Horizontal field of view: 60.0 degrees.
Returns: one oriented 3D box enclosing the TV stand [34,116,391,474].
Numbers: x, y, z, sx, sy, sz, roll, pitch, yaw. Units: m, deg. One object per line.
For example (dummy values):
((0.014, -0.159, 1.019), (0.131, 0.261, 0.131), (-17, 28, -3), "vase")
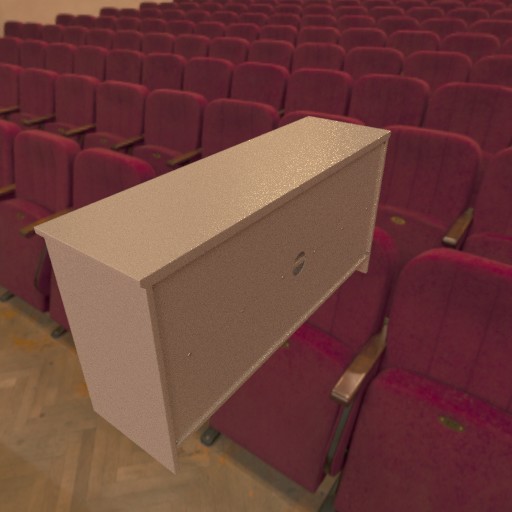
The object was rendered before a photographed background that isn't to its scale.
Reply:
((0.000, 0.000, 1.436), (0.344, 0.603, 1.167), (21, 38, 30), "TV stand")
